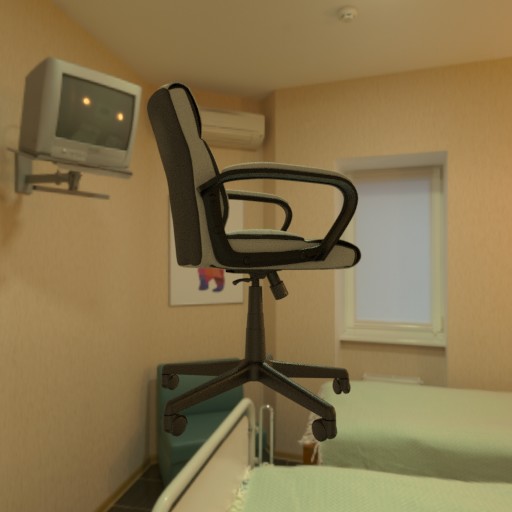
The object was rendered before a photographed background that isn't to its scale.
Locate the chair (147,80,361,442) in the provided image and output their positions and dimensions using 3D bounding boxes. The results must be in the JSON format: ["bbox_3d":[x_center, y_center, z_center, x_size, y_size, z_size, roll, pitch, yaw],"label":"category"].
[{"bbox_3d":[0.000,0.000,1.499,0.717,1.004,0.739,0,0,-17],"label":"chair"}]
